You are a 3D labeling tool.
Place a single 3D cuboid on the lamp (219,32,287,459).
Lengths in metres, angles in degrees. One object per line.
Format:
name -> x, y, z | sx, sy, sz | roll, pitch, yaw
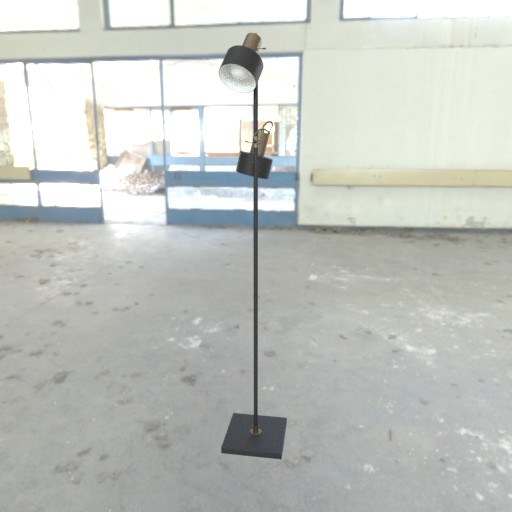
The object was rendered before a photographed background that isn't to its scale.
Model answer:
lamp -> 0.000, 0.000, 1.621 | 0.233, 1.505, 0.315 | 2, 14, 8
